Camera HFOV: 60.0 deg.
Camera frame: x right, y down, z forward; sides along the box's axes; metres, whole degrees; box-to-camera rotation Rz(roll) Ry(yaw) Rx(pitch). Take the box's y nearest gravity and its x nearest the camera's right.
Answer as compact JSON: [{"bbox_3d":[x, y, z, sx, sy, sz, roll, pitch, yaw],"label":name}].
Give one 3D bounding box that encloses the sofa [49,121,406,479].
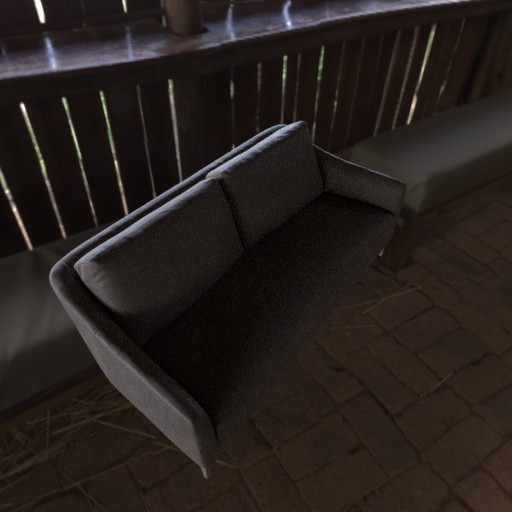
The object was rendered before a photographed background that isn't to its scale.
[{"bbox_3d":[0.000,0.000,2.505,0.960,0.902,2.036,25,47,26],"label":"sofa"}]
